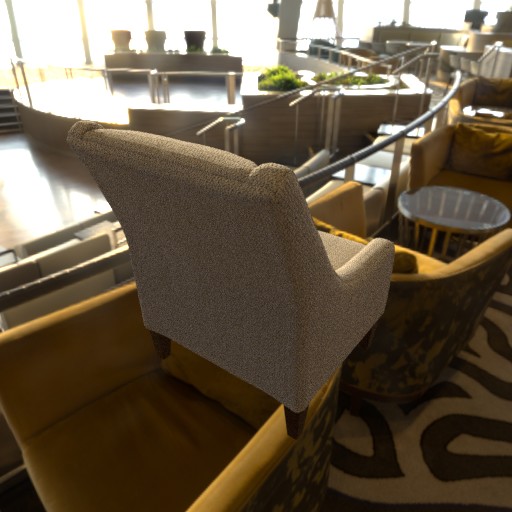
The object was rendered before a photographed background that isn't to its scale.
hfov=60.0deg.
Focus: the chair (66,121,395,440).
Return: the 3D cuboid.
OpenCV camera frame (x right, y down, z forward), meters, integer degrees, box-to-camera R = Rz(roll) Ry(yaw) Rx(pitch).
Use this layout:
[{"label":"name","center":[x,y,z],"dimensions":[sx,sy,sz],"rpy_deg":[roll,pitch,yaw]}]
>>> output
[{"label":"chair","center":[0.000,0.000,1.626],"dimensions":[0.774,1.014,0.870],"rpy_deg":[20,35,31]}]
